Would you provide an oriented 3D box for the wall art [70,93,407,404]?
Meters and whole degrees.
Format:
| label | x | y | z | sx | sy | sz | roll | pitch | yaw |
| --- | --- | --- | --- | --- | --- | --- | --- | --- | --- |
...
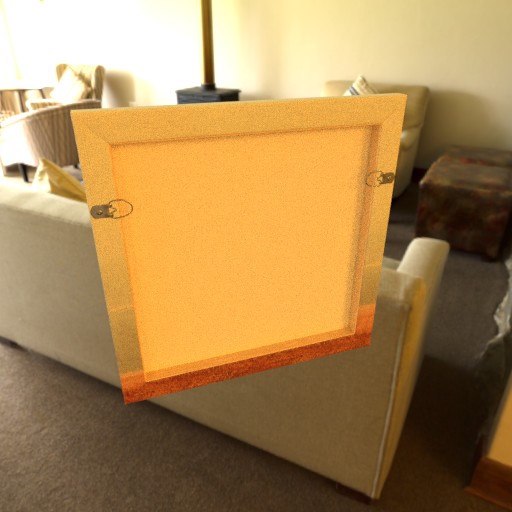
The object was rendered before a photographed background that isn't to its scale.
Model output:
| label | x | y | z | sx | sy | sz | roll | pitch | yaw |
| --- | --- | --- | --- | --- | --- | --- | --- | --- | --- |
| wall art | 0.000 | 0.000 | 0.910 | 0.605 | 0.605 | 0.034 | -9 | 29 | -17 |
